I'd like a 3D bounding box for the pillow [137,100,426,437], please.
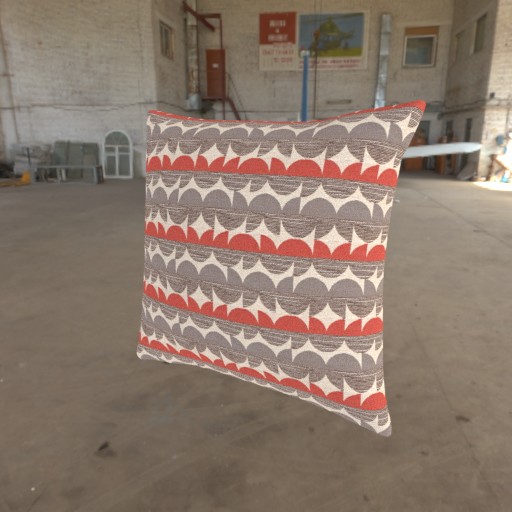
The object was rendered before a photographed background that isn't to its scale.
[{"bbox_3d":[0.000,0.000,0.632,0.420,0.410,0.180,8,17,27],"label":"pillow"}]
